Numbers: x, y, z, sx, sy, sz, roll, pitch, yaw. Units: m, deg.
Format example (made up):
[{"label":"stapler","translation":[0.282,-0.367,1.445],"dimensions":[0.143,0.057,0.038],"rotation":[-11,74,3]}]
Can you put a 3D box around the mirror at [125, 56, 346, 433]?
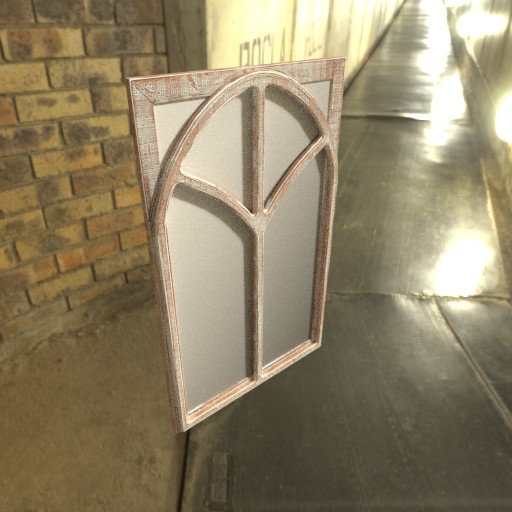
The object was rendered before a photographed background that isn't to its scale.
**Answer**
[{"label":"mirror","translation":[0.000,0.000,0.992],"dimensions":[0.495,0.787,0.058],"rotation":[-22,37,-34]}]
